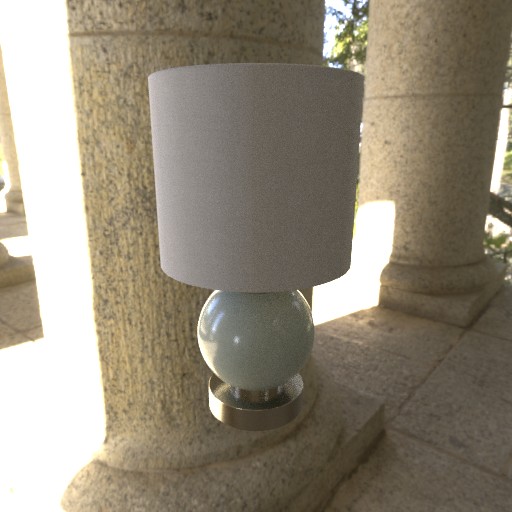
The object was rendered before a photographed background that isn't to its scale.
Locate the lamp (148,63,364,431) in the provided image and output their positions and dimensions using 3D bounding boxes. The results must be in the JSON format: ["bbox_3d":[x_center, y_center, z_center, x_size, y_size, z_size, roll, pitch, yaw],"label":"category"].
[{"bbox_3d":[0.000,0.000,0.471,0.201,0.353,0.201,3,16,10],"label":"lamp"}]
